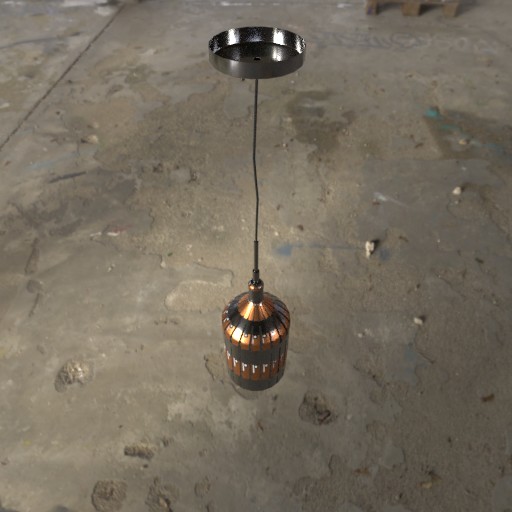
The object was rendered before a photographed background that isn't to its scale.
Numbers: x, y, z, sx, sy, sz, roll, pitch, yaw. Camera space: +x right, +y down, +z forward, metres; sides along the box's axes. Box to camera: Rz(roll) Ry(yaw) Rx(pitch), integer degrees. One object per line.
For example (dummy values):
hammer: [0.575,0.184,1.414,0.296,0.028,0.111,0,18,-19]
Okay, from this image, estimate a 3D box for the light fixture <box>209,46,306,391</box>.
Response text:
light fixture: [0.000,0.000,1.672,0.303,1.535,0.303,0,45,0]
